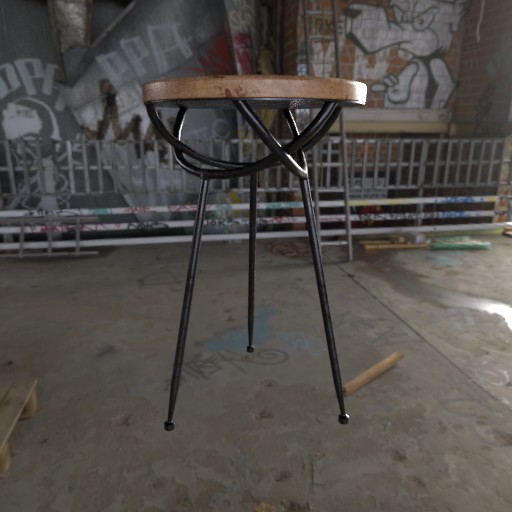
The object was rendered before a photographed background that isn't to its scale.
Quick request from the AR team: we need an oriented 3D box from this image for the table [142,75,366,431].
[{"bbox_3d":[0.000,0.000,0.927,0.414,0.664,0.418,3,17,9],"label":"table"}]
